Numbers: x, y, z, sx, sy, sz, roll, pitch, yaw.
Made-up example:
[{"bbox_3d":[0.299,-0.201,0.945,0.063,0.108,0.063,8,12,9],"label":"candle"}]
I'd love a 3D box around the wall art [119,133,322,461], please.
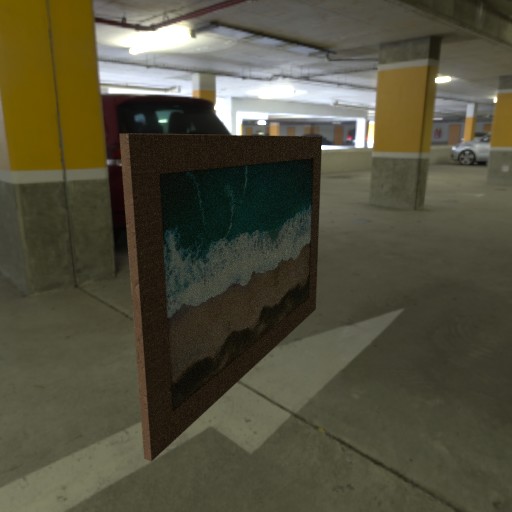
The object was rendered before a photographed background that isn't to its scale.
[{"bbox_3d":[0.000,0.000,1.193,0.019,0.626,0.917,8,17,27],"label":"wall art"}]
